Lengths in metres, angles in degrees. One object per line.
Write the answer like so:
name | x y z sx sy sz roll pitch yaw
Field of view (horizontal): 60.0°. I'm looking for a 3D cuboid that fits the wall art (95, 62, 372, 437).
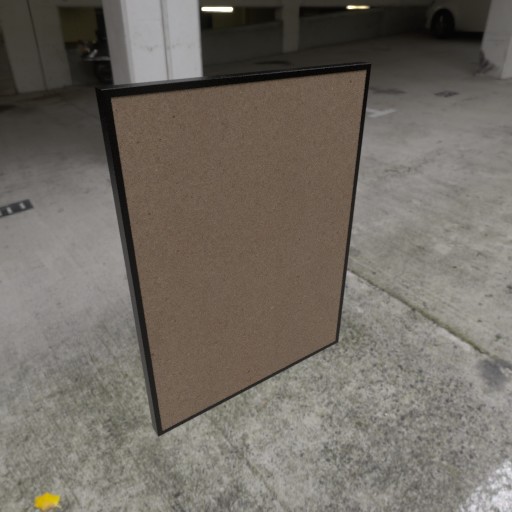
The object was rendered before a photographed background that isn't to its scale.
wall art | 0.000 0.000 1.360 0.788 1.046 0.043 -19 35 -30
